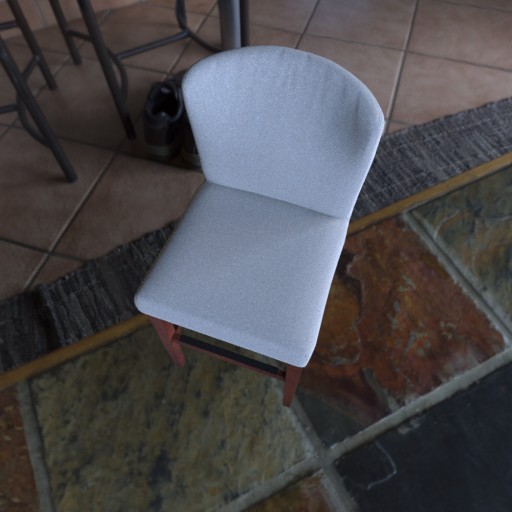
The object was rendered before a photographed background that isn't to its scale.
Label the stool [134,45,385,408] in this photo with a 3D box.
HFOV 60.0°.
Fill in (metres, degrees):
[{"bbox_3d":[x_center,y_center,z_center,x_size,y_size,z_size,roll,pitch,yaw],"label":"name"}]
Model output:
[{"bbox_3d":[0.000,0.000,1.287,0.479,0.968,0.568,17,59,10],"label":"stool"}]
